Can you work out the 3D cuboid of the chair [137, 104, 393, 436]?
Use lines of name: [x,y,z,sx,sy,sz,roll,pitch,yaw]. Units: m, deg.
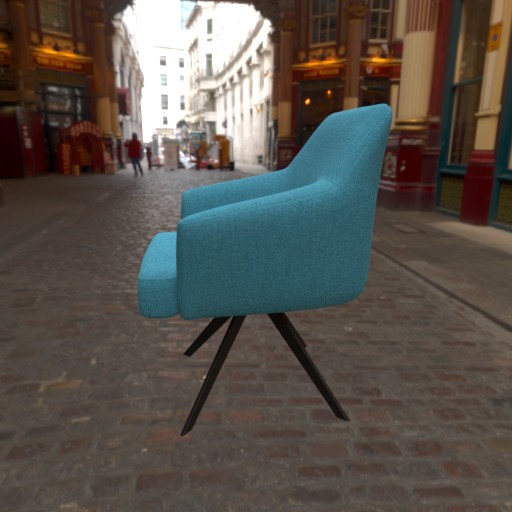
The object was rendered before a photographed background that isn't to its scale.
chair: [0.000,0.000,1.372,0.677,0.874,0.642,-2,15,-8]
